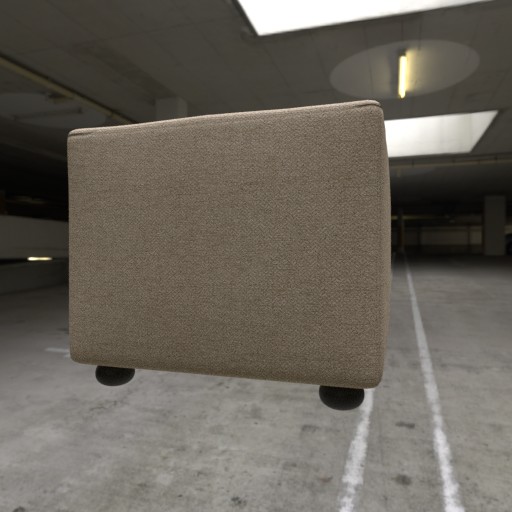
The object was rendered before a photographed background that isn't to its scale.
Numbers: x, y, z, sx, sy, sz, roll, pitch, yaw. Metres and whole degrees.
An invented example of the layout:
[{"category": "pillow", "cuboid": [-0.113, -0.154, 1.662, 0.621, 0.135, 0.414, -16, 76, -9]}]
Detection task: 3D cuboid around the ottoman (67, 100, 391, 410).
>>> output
[{"category": "ottoman", "cuboid": [0.000, 0.000, 0.877, 0.508, 0.432, 0.508, 0, 0, 18]}]
